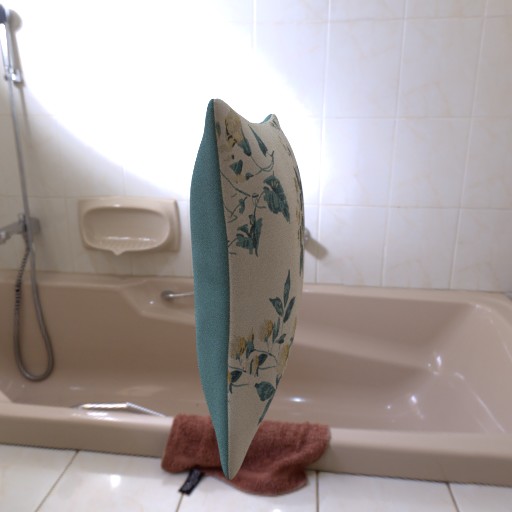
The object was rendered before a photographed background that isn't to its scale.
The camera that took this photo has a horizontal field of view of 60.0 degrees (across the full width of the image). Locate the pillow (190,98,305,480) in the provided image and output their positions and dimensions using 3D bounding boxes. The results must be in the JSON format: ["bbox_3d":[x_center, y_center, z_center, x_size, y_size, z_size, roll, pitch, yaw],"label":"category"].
[{"bbox_3d":[0.000,0.000,0.798,0.166,0.507,0.526,3,16,9],"label":"pillow"}]
